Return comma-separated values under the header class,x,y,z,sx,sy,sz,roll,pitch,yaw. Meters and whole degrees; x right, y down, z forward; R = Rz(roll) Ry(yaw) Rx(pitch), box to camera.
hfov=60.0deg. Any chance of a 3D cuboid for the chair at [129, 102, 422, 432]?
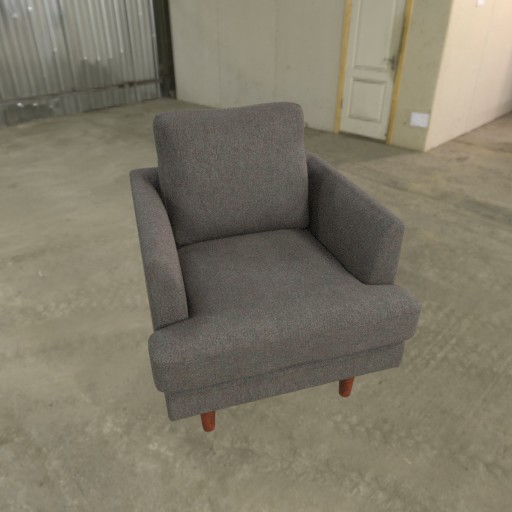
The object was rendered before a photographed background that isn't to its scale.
class,x,y,z,sx,sy,sz,roll,pitch,yaw
chair,0.000,0.000,1.645,0.858,0.957,0.899,-9,32,-14
